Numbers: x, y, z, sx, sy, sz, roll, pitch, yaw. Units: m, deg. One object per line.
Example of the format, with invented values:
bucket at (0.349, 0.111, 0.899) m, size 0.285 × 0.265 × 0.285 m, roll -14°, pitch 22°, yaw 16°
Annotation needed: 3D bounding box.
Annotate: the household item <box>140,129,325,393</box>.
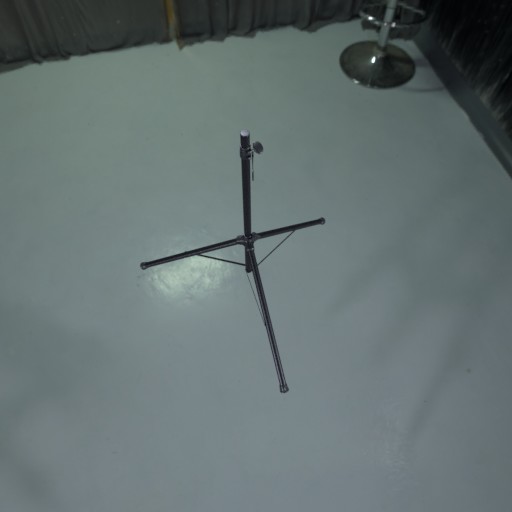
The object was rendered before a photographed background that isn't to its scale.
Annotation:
household item at (0.000, 0.000, 2.733) m, size 1.596 × 1.595 × 1.339 m, roll -14°, pitch 59°, yaw -8°
